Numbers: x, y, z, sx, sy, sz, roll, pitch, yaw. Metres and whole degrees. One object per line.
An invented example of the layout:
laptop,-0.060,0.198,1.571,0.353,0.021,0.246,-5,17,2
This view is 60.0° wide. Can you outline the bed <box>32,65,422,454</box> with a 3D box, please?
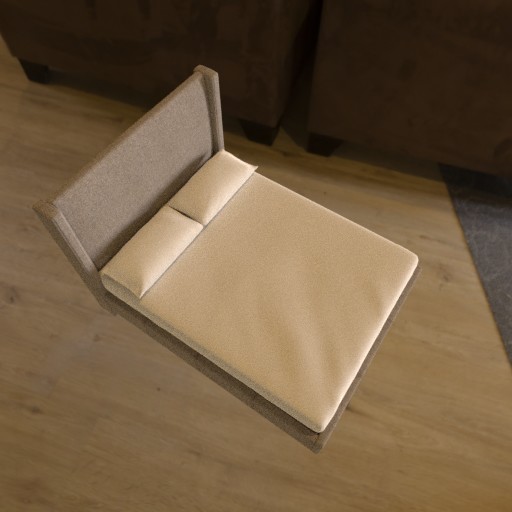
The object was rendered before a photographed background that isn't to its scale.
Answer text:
bed,0.000,0.000,3.422,2.245,1.476,1.714,30,63,17
